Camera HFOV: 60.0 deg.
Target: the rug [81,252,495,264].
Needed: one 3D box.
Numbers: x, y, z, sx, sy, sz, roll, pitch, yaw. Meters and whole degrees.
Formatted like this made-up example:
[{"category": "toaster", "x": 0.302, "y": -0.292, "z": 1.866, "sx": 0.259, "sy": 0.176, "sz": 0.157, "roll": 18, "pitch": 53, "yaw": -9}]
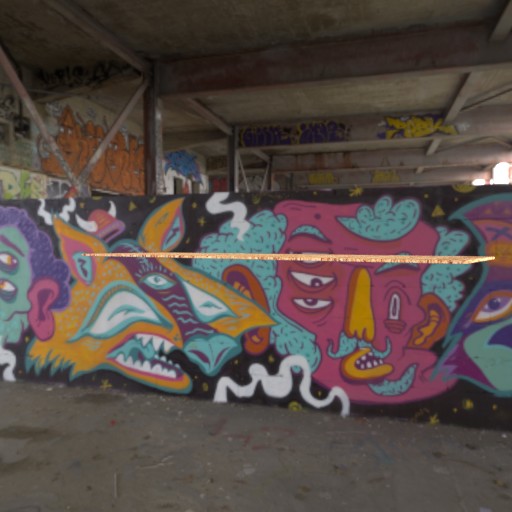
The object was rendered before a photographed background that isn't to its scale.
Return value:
[{"category": "rug", "x": 0.000, "y": 0.000, "z": 2.430, "sx": 2.237, "sy": 0.014, "sz": 0.680, "roll": 1, "pitch": 2, "yaw": 36}]
